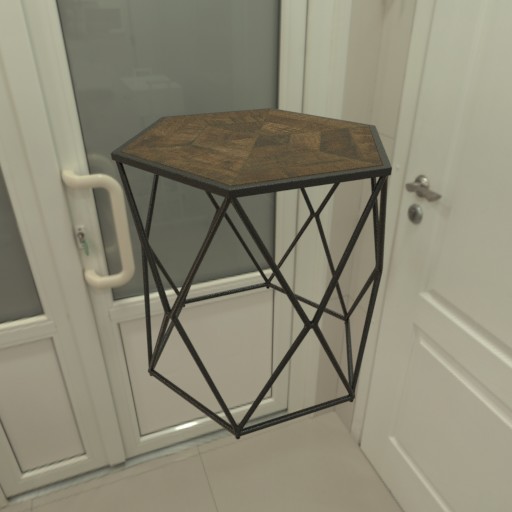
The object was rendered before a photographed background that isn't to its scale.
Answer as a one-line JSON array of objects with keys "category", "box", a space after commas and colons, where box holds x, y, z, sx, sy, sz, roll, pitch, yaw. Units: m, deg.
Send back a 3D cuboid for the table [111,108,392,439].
[{"category": "table", "box": [0.000, 0.000, 1.052, 0.578, 0.564, 0.579, -11, 31, -18]}]
